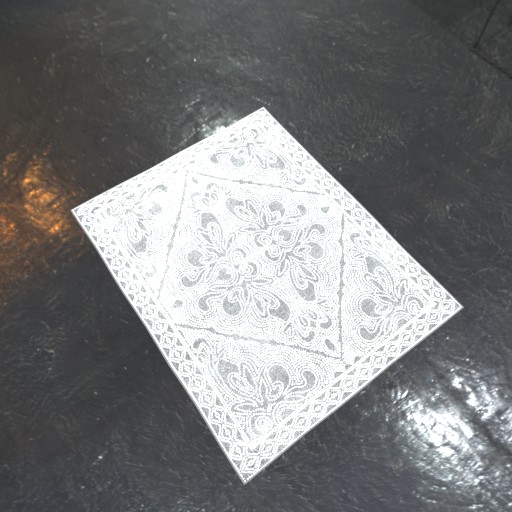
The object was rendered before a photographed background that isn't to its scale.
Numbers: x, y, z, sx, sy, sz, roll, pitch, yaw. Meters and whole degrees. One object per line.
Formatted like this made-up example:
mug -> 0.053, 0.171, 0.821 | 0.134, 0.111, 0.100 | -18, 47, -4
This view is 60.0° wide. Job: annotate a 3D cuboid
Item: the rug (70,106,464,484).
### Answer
rug -> 0.000, 0.000, 4.215 | 2.438, 0.012, 3.048 | -32, 67, -15
